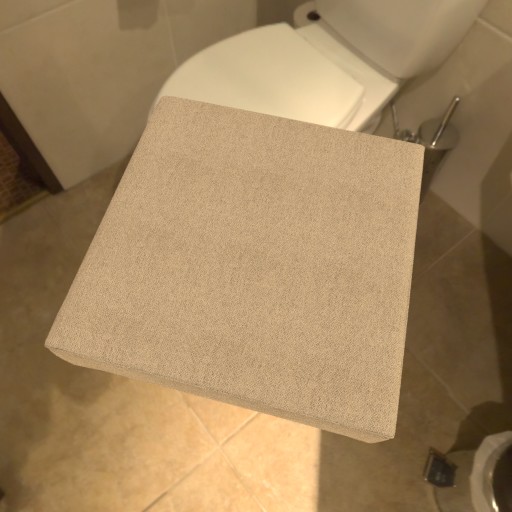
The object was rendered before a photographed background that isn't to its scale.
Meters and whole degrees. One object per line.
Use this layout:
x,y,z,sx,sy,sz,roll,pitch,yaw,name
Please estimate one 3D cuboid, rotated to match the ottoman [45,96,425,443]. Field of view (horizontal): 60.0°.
0.000,0.000,1.502,0.973,0.381,0.982,13,64,6,ottoman
